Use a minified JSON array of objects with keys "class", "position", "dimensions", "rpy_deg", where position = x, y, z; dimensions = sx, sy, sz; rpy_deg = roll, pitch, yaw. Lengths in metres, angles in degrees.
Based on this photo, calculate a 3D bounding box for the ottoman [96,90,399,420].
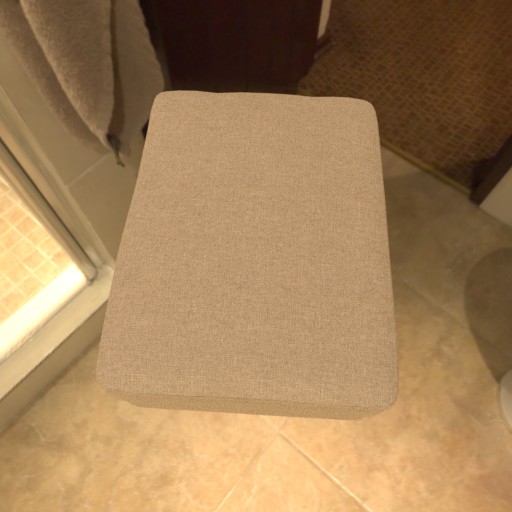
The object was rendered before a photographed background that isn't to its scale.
[{"class":"ottoman","position":[0.000,0.000,1.315],"dimensions":[0.677,0.519,0.898],"rpy_deg":[3,64,1]}]
